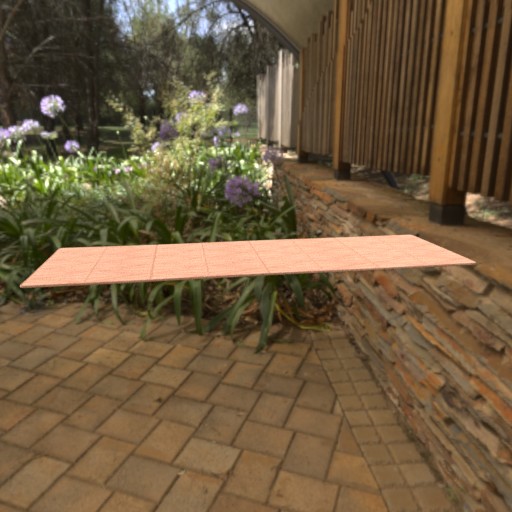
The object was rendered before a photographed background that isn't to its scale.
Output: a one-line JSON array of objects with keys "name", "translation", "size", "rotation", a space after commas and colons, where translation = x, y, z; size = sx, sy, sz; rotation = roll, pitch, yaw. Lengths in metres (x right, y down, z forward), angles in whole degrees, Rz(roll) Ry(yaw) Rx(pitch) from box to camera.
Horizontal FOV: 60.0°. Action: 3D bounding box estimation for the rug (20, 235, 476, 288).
[{"name": "rug", "translation": [0.000, 0.000, 2.675], "size": [2.435, 0.015, 0.760], "rotation": [-3, 15, -9]}]
